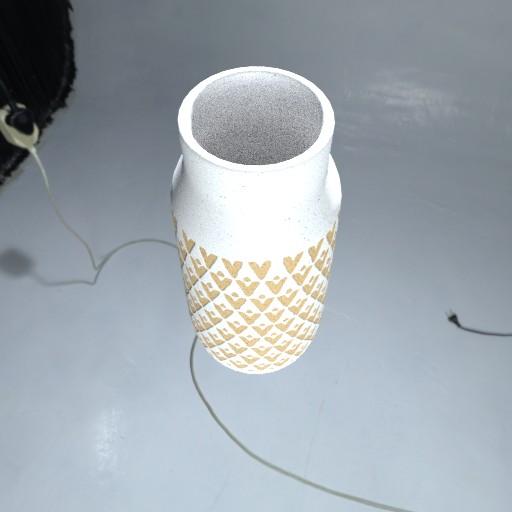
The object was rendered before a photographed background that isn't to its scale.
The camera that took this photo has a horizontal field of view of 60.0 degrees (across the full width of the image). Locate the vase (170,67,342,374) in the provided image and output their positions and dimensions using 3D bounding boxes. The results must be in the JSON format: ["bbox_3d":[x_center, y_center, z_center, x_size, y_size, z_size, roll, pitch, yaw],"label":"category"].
[{"bbox_3d":[0.000,0.000,0.383,0.137,0.307,0.137,0,58,0],"label":"vase"}]
